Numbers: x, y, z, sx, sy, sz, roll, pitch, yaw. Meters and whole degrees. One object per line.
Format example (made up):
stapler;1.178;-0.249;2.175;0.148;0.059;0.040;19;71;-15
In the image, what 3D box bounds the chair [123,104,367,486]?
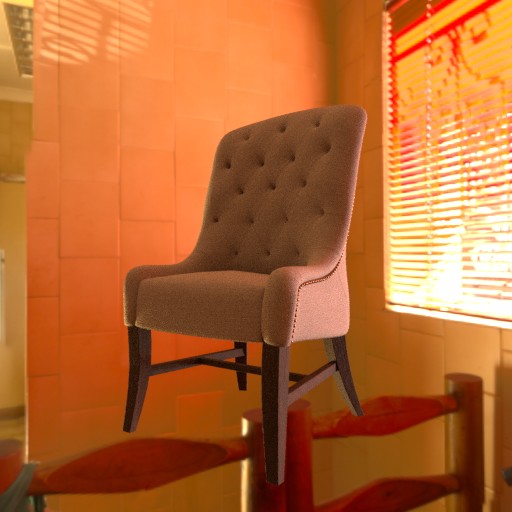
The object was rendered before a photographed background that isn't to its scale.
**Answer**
chair;0.000;0.000;1.467;0.634;1.091;0.629;0;-1;36
